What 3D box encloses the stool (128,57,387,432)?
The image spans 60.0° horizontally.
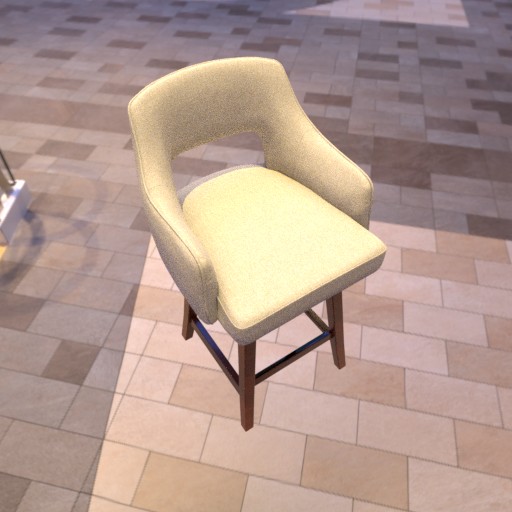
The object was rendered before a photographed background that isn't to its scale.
[{"bbox_3d":[0.000,0.000,1.302,0.550,0.936,0.560,-26,52,-23],"label":"stool"}]
